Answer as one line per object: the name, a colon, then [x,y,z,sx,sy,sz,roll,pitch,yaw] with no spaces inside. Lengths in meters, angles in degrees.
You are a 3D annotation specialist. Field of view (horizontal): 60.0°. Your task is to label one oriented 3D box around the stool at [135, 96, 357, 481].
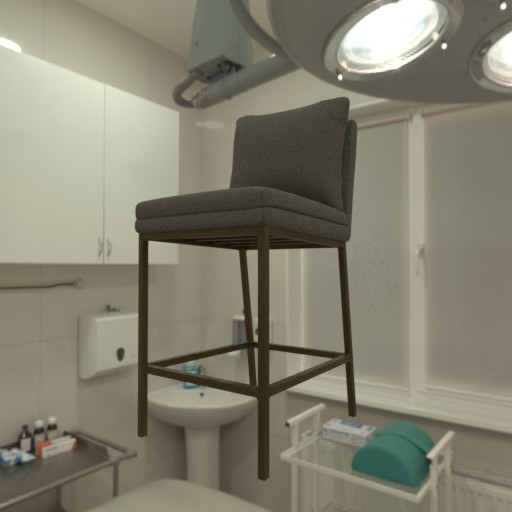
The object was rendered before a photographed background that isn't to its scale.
stool: [0.000,0.000,1.357,0.463,1.030,0.569,-1,-2,36]
